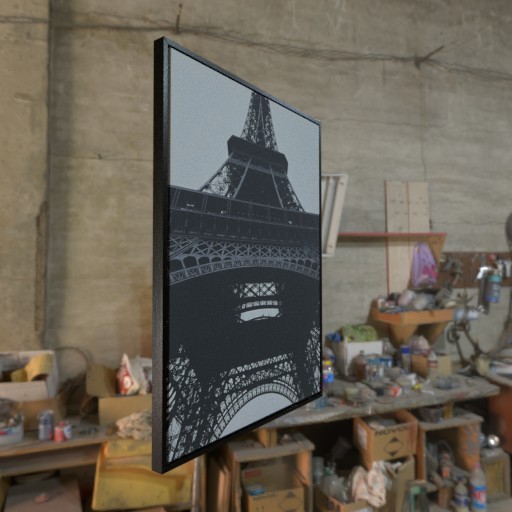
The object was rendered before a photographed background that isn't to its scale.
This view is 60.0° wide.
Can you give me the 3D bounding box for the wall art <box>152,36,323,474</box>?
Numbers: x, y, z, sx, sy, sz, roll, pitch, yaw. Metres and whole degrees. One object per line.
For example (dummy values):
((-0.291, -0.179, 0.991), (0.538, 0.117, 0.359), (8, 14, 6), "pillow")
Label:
((0.000, 0.000, 1.406), (0.040, 1.062, 0.805), (-1, -2, 37), "wall art")
